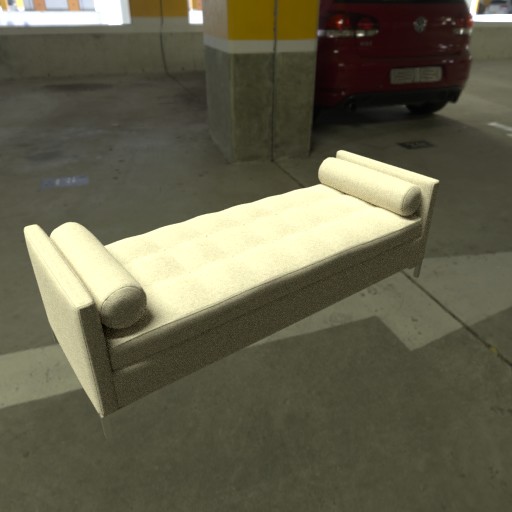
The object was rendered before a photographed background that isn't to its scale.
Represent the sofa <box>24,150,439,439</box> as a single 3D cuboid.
[{"bbox_3d":[0.000,0.000,2.438,2.102,0.655,0.797,-20,35,-31],"label":"sofa"}]
